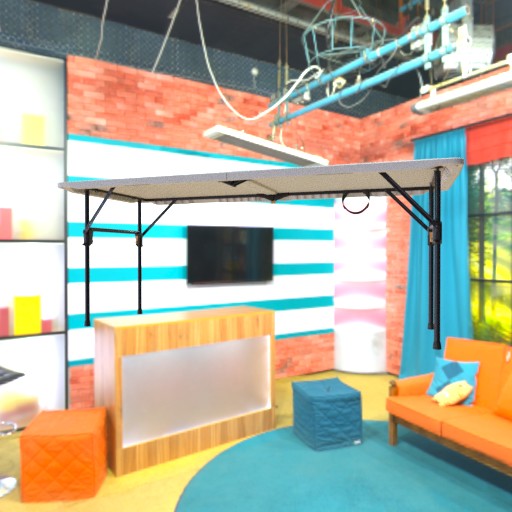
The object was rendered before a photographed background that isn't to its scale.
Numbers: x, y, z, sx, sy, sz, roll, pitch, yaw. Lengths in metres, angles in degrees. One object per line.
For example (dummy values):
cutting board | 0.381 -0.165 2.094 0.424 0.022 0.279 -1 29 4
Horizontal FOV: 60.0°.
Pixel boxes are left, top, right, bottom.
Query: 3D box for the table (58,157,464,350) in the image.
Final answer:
table | 0.000 0.000 2.225 1.829 0.719 0.761 0 1 19
